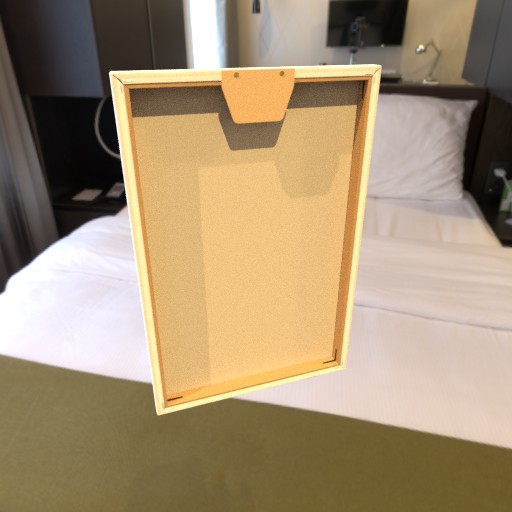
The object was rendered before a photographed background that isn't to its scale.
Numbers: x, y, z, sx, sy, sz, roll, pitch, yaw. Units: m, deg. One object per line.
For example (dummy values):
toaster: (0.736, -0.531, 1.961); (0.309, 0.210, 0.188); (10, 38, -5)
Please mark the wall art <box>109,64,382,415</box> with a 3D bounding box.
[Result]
wall art: (0.000, 0.000, 1.153); (0.602, 0.902, 0.048); (-9, 28, -17)
